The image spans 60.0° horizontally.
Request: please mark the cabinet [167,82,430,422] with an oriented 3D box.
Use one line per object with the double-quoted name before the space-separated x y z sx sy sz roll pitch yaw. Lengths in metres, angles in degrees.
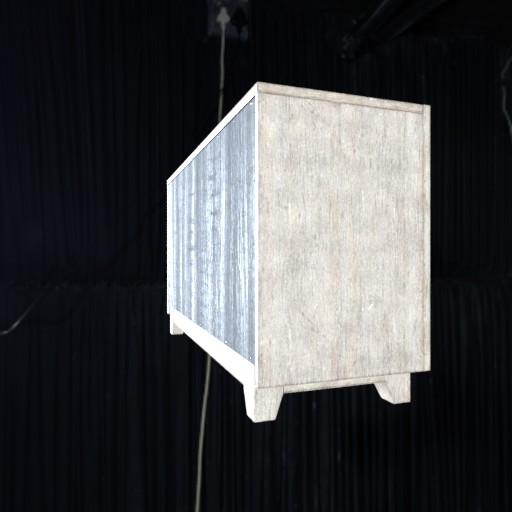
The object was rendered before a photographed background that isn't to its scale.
"cabinet" 0.000 0.000 1.820 0.511 0.825 1.460 0 0 -20
